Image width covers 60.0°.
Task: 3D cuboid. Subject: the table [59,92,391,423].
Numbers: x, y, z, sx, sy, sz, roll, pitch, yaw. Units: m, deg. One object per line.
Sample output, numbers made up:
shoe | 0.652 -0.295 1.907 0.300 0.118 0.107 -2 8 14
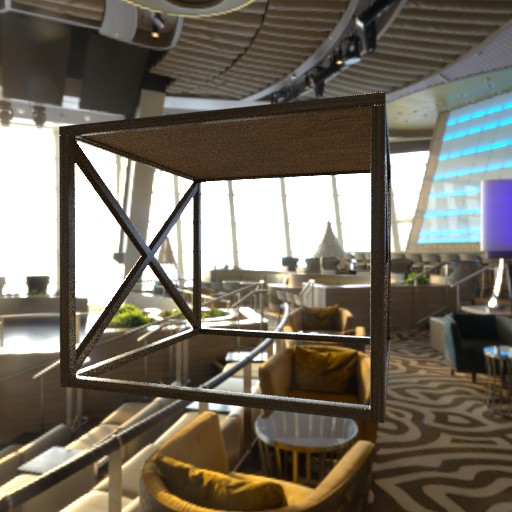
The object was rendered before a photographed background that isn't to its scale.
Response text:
table | 0.000 0.000 1.061 0.609 0.507 0.611 0 0 18
